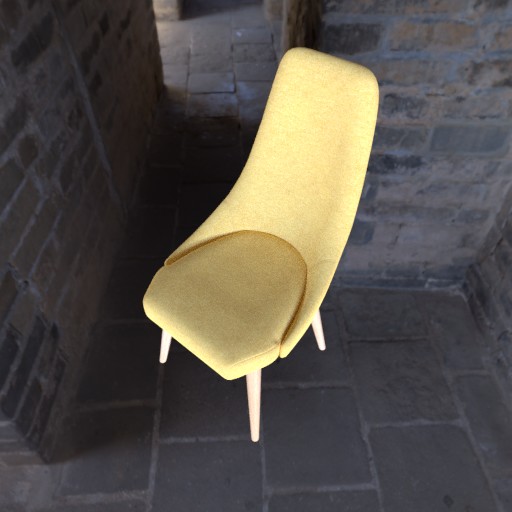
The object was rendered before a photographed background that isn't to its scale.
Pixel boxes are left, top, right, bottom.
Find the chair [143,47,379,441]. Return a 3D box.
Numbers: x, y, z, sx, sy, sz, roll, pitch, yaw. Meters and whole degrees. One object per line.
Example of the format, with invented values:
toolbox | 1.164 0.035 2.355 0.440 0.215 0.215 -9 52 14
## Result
chair | 0.000 0.000 1.389 0.510 1.040 0.660 31 54 26
